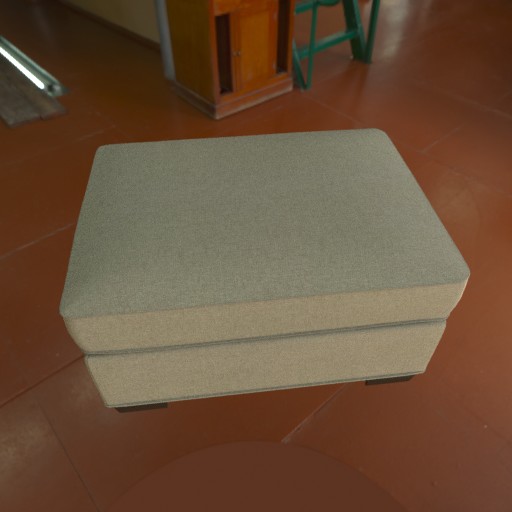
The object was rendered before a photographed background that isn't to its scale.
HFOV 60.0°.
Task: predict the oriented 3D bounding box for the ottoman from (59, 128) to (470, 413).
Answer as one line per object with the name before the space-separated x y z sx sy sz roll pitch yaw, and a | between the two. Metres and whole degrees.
ottoman | 0.000 0.000 1.221 0.843 0.504 0.619 -5 46 -5
